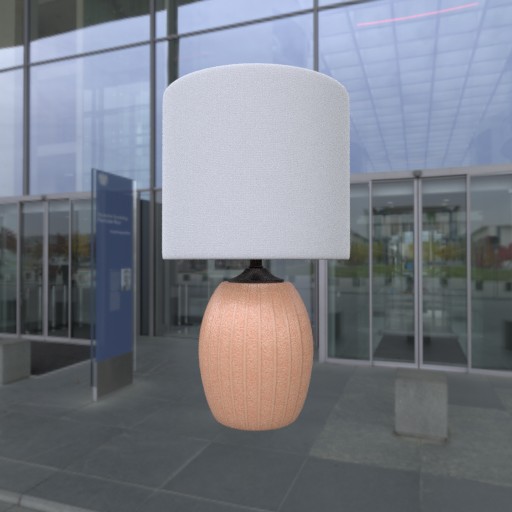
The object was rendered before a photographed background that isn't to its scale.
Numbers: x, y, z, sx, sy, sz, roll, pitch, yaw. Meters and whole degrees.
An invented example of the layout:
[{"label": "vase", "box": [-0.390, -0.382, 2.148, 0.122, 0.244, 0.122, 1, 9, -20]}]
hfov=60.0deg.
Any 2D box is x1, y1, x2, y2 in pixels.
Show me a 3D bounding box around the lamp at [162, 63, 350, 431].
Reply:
[{"label": "lamp", "box": [0.000, 0.000, 0.794, 0.329, 0.570, 0.329, 0, -1, 0]}]
